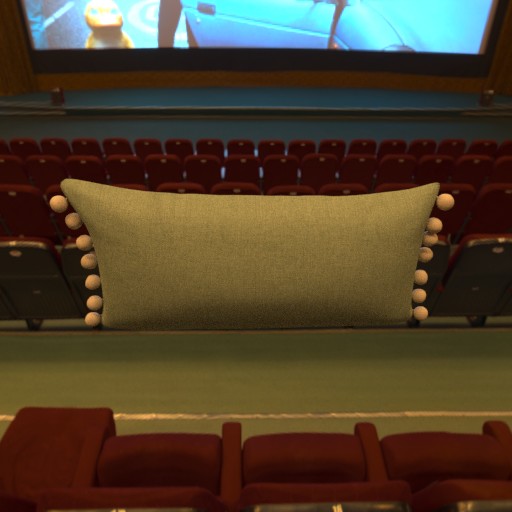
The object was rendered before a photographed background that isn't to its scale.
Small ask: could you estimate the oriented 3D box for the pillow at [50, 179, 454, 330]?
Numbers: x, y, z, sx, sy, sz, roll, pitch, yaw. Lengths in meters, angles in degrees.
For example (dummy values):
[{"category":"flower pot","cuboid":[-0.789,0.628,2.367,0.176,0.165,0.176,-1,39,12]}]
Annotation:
[{"category":"pillow","cuboid":[0.000,0.000,0.847,0.709,0.322,0.201,-1,32,-1]}]
